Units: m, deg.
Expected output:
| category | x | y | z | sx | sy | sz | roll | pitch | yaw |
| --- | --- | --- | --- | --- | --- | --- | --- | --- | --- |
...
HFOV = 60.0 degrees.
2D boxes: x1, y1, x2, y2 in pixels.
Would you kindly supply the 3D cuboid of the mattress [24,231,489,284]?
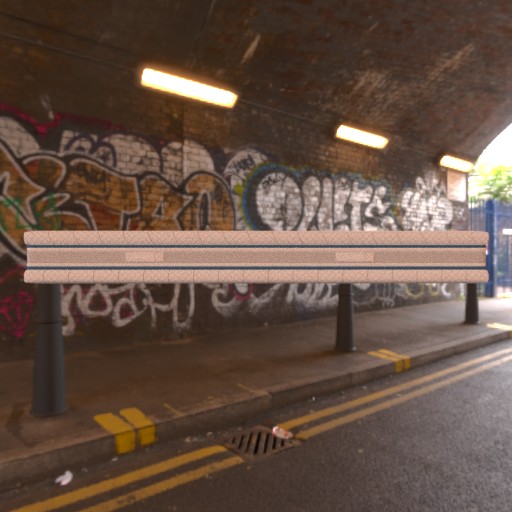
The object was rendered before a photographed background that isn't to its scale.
| category | x | y | z | sx | sy | sz | roll | pitch | yaw |
| --- | --- | --- | --- | --- | --- | --- | --- | --- | --- |
| mattress | 0.000 | 0.000 | 2.698 | 2.000 | 0.230 | 1.600 | 0 | 0 | 0 |
